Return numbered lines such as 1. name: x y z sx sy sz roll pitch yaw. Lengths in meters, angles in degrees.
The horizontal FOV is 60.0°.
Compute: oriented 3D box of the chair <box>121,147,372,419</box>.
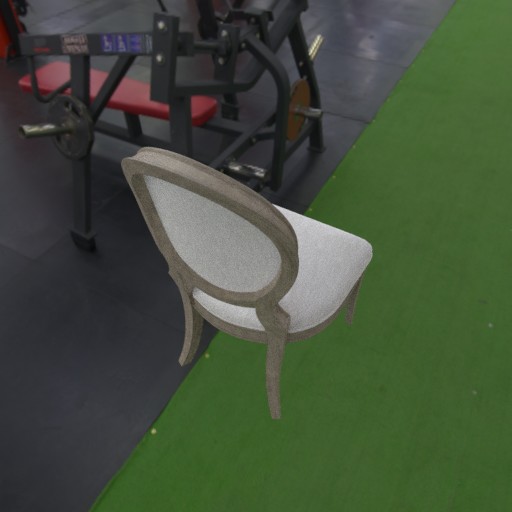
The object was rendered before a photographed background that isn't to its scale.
1. chair: 0.000 0.000 1.306 0.558 0.990 0.602 23 51 21
